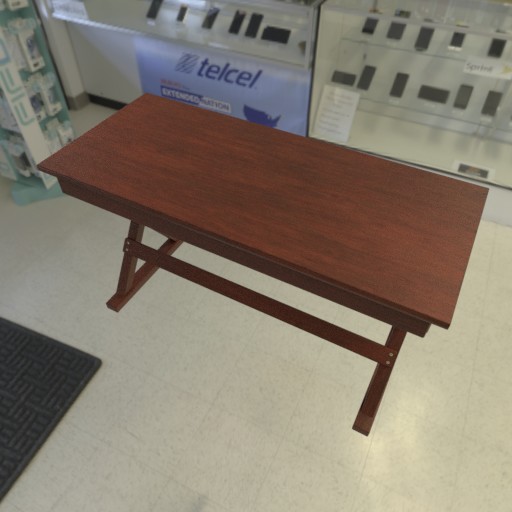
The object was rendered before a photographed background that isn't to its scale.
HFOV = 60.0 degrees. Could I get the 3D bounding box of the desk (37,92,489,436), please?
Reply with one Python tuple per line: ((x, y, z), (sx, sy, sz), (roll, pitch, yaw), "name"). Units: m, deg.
((0.000, 0.000, 1.733), (1.372, 0.761, 0.600), (21, 50, 19), "desk")
